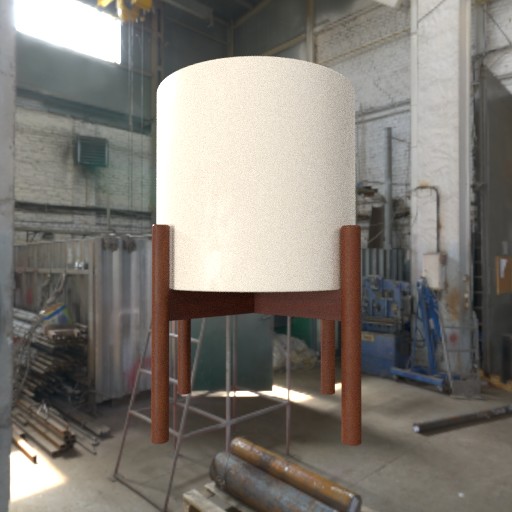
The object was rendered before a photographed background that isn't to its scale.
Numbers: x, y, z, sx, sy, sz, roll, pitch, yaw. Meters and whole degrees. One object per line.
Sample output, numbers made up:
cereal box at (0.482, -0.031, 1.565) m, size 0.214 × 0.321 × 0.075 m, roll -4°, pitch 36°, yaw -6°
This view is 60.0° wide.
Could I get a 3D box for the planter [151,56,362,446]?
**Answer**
planter at (0.000, 0.000, 0.952) m, size 0.417 × 0.670 × 0.417 m, roll 0°, pitch -1°, yaw 0°
